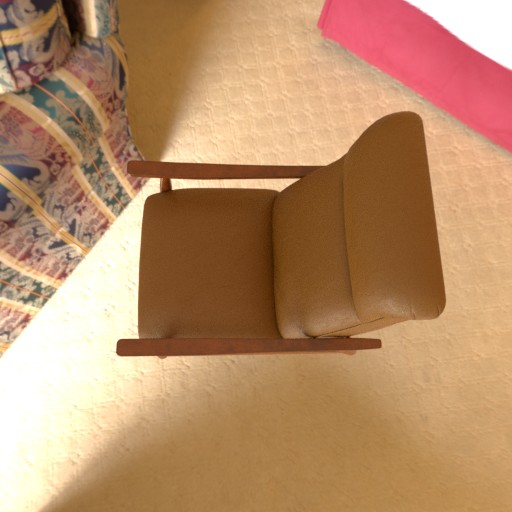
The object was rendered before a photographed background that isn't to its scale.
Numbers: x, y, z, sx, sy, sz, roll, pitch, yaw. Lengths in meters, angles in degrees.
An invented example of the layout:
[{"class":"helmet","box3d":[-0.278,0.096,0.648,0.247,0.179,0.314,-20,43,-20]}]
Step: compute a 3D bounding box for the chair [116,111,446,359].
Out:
[{"class":"chair","box3d":[0.000,0.000,1.753,1.014,1.082,0.762,-1,75,0]}]
